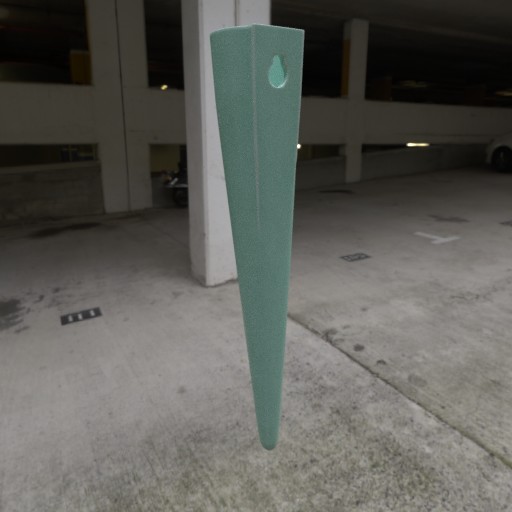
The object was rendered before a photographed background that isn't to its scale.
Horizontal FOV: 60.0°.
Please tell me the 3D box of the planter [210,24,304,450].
[{"bbox_3d":[0.000,0.000,0.294,0.054,0.268,0.055,-7,16,-26],"label":"planter"}]
